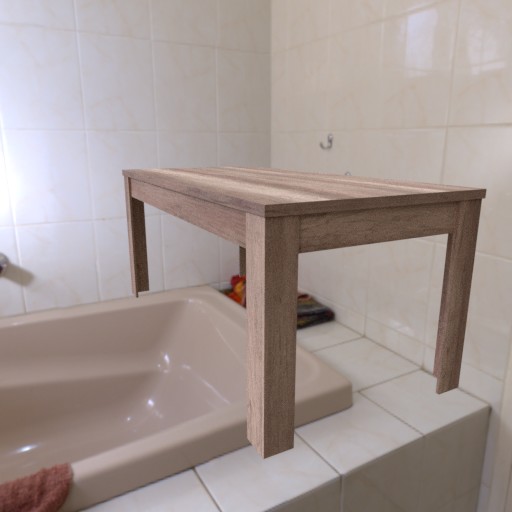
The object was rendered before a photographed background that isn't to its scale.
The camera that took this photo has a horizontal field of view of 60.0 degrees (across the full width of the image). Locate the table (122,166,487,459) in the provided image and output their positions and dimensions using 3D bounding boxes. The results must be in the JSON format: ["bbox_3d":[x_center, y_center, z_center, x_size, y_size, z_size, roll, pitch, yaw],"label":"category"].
[{"bbox_3d":[0.000,0.000,2.237,0.900,0.790,1.800,-7,16,-27],"label":"table"}]
